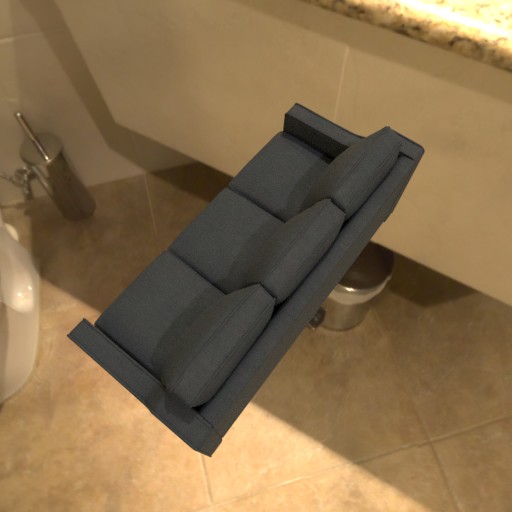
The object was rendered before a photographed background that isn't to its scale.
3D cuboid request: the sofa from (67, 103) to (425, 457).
[{"bbox_3d":[0.000,0.000,2.581,0.911,0.974,1.986,34,68,16],"label":"sofa"}]
